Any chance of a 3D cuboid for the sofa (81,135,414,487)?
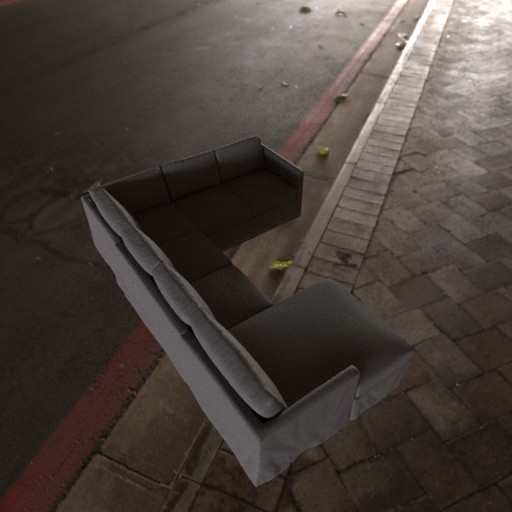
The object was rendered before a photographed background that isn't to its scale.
[{"bbox_3d":[0.000,0.000,4.585,2.476,0.878,3.528,-25,47,-26],"label":"sofa"}]
